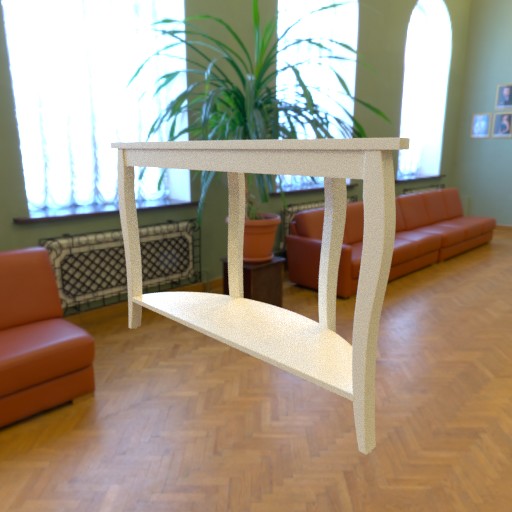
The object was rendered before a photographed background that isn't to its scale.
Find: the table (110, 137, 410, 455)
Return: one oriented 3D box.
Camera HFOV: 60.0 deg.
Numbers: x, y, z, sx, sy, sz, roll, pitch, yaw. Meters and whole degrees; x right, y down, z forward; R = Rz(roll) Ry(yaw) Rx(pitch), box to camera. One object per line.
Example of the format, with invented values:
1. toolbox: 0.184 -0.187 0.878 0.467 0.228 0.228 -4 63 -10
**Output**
1. table: 0.000 0.000 1.555 1.219 0.780 0.394 13 19 43
